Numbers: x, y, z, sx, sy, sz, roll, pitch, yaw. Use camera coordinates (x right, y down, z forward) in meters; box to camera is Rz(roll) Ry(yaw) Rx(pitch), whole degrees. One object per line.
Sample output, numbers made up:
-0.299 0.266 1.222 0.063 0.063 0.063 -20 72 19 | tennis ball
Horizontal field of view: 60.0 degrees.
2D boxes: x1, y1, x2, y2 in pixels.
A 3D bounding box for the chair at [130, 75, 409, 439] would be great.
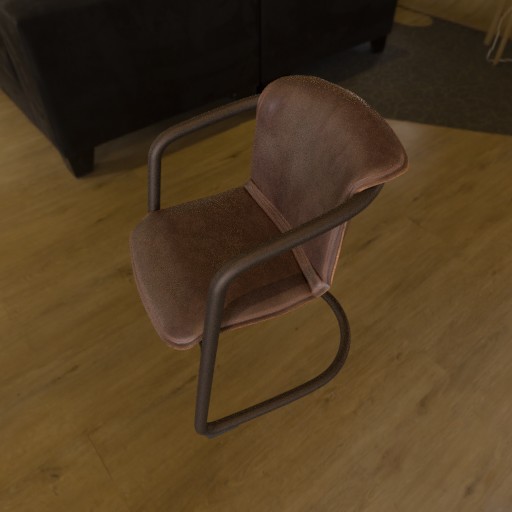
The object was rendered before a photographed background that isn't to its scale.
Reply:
0.000 0.000 1.243 0.664 0.836 0.536 -17 49 -16 | chair
